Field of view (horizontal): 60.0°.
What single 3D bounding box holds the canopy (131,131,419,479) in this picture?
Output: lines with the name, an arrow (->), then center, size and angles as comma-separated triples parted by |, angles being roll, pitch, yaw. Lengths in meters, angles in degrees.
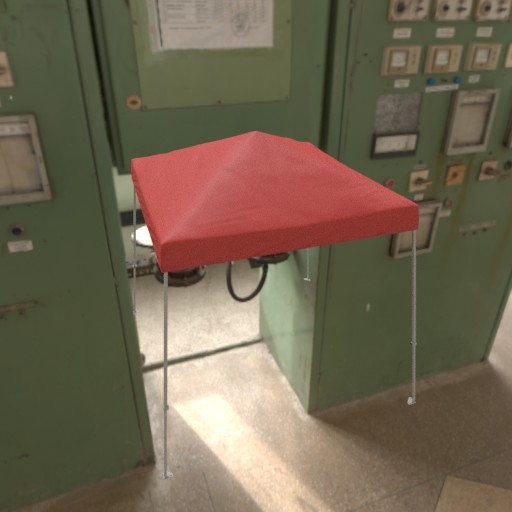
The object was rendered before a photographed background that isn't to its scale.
canopy -> 0.000, 0.000, 6.456 | 3.599, 3.600, 3.600 | -10, 30, -17
